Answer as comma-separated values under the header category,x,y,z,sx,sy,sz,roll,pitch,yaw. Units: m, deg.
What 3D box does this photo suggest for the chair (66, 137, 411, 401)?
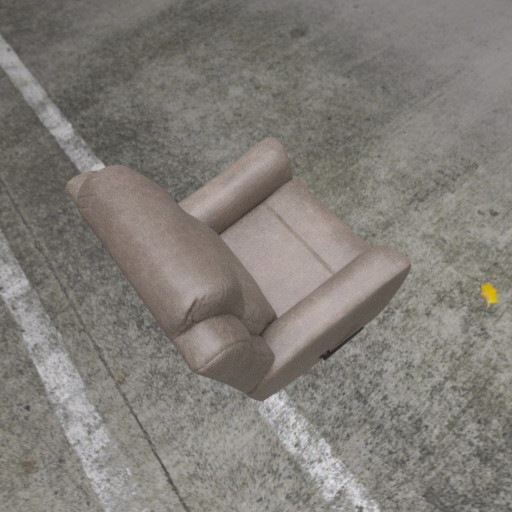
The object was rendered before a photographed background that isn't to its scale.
category,x,y,z,sx,sy,sz,roll,pitch,yaw
chair,0.000,0.000,1.923,1.068,1.116,0.967,-33,64,-19
